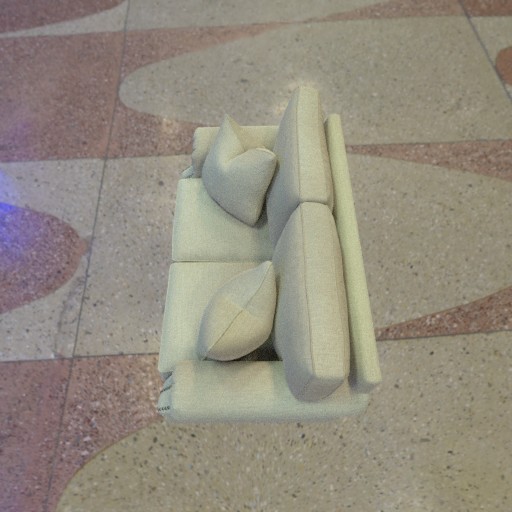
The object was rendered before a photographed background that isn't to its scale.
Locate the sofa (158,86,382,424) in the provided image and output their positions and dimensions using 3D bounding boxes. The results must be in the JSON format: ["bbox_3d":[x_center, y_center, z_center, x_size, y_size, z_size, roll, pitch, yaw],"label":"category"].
[{"bbox_3d":[0.000,0.000,2.359,0.966,0.966,1.701,0,58,0],"label":"sofa"}]
